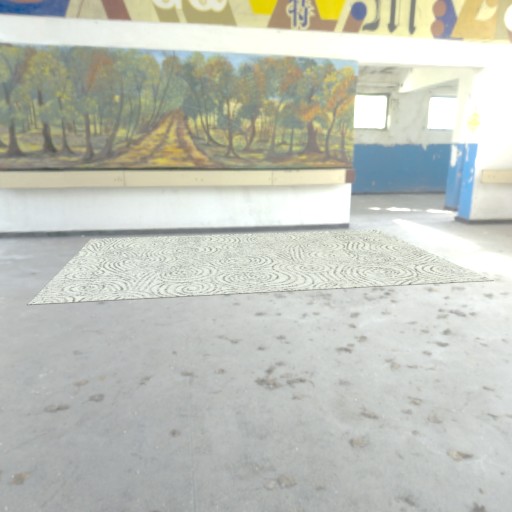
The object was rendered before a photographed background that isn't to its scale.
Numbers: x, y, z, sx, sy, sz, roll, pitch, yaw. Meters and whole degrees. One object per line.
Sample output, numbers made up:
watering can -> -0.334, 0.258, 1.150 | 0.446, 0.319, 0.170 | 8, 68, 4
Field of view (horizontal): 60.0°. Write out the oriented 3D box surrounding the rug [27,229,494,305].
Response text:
rug -> 0.000, 0.000, 3.009 | 2.439, 0.005, 1.524 | -2, 14, -9
